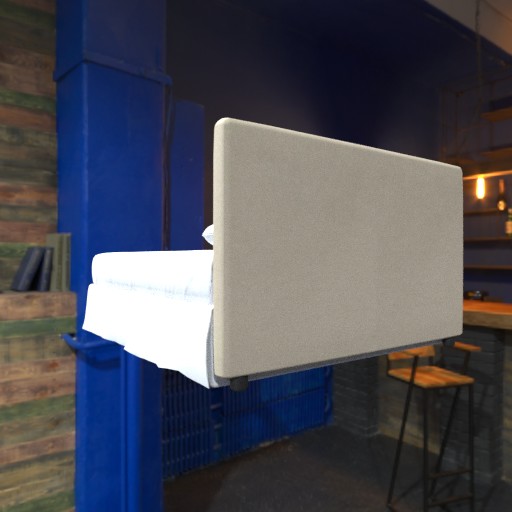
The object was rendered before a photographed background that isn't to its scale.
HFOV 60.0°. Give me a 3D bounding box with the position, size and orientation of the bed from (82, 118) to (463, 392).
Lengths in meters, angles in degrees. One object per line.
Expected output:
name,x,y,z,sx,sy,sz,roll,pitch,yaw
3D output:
bed,0.000,0.000,3.547,2.119,1.317,2.319,0,0,-35
